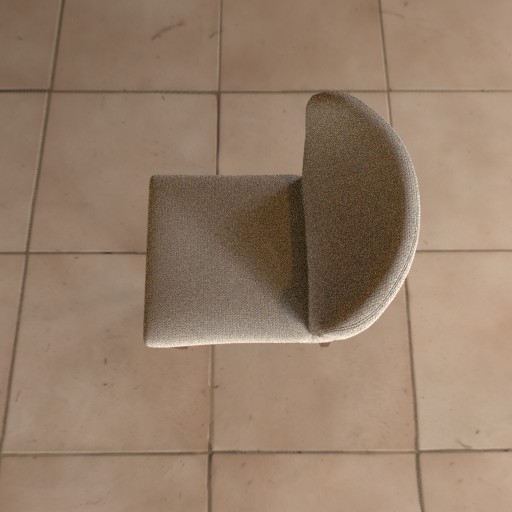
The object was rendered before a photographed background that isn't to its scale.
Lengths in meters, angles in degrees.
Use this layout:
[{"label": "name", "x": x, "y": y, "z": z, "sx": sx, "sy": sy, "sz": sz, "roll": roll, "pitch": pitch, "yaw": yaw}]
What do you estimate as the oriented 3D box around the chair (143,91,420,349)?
[{"label": "chair", "x": 0.000, "y": 0.000, "z": 1.187, "sx": 0.589, "sy": 0.839, "sz": 0.491, "roll": -1, "pitch": 75, "yaw": 0}]
